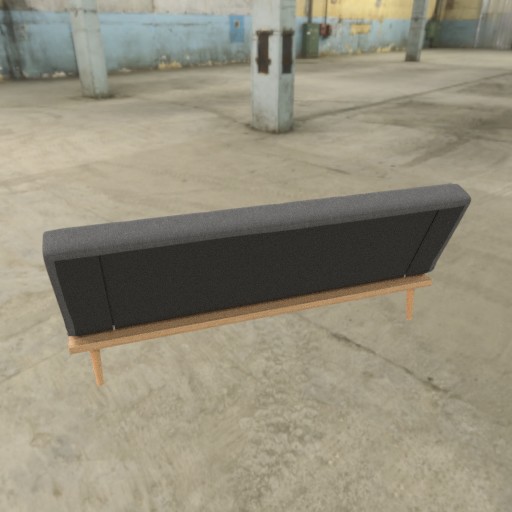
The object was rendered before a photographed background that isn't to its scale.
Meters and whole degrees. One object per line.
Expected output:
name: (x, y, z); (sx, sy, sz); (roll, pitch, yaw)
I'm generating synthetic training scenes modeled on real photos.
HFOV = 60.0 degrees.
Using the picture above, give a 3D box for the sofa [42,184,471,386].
sofa: (0.000, 0.000, 2.230); (1.820, 0.770, 0.820); (-8, 28, -16)
